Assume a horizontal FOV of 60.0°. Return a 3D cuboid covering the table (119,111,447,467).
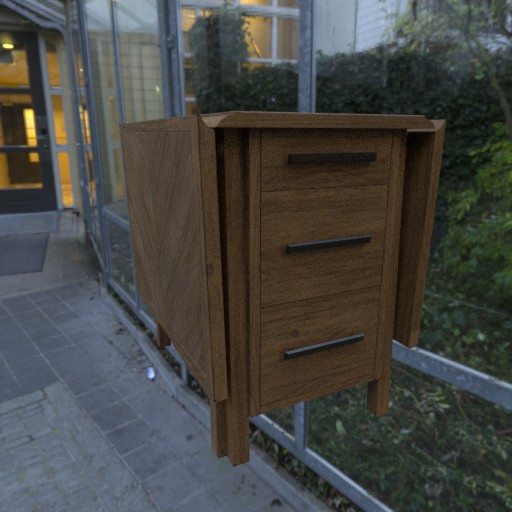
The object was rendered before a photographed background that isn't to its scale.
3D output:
[{"bbox_3d":[0.000,0.000,1.293,0.591,0.763,0.746,-7,17,-25],"label":"table"}]
